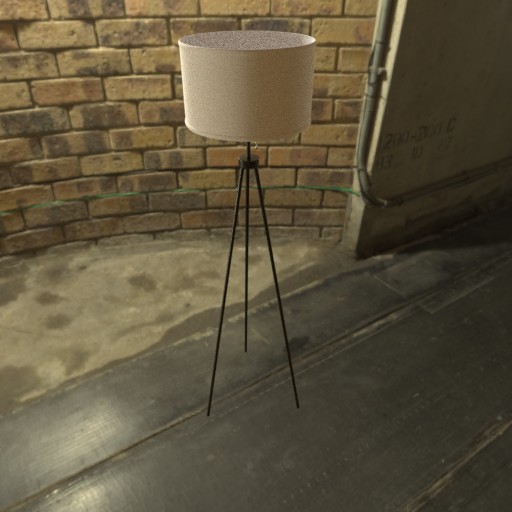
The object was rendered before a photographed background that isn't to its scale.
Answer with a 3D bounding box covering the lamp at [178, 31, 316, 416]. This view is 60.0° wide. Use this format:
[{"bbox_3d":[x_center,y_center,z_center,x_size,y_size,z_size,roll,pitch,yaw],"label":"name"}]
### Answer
[{"bbox_3d":[0.000,0.000,1.743,0.458,1.545,0.448,10,35,15],"label":"lamp"}]
